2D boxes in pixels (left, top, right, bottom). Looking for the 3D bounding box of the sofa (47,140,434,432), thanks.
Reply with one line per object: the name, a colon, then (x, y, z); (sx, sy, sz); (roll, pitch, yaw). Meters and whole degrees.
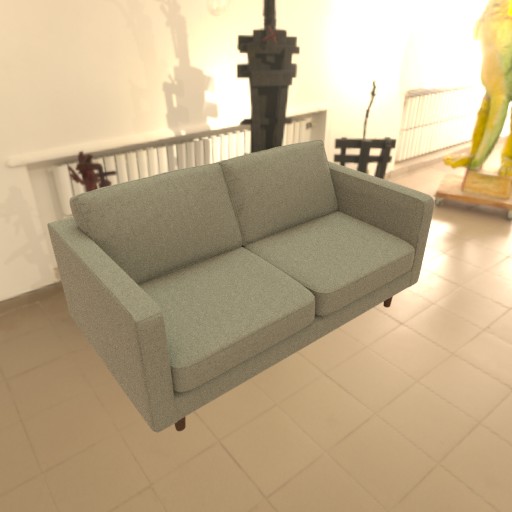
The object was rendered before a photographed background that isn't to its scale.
sofa: (0.000, 0.000, 2.342); (1.731, 0.900, 1.000); (-21, 36, -33)
